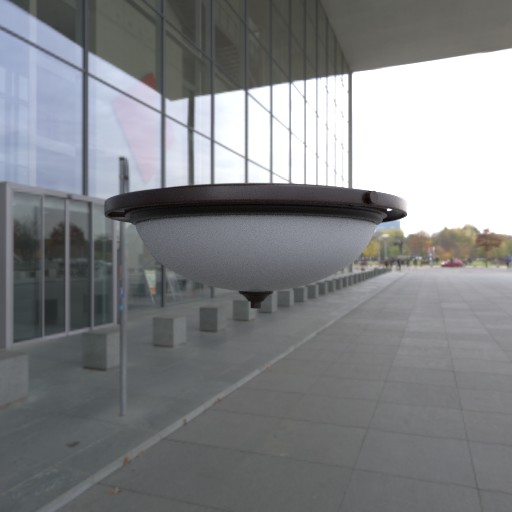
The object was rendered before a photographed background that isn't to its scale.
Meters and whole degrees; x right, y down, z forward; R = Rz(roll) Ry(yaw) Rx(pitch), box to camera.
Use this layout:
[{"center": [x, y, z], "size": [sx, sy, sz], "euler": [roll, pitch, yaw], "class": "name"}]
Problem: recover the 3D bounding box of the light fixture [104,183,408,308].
[{"center": [0.000, 0.000, 0.557], "size": [0.361, 0.130, 0.361], "euler": [0, 0, 0], "class": "light fixture"}]
